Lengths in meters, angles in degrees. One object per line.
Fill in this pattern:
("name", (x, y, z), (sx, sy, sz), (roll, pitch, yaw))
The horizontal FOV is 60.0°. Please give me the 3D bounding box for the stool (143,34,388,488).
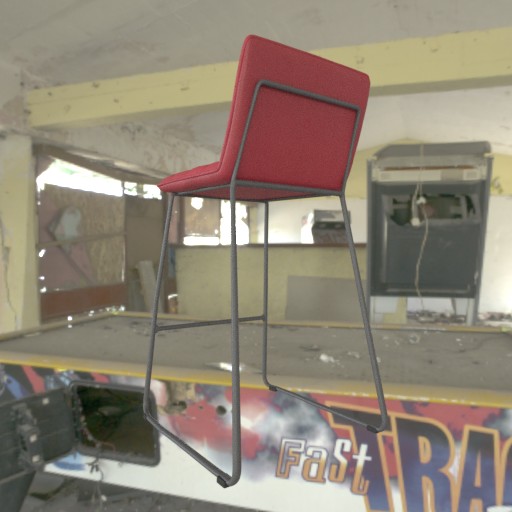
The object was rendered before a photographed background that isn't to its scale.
("stool", (0.000, 0.000, 1.222), (0.489, 0.937, 0.524), (0, 1, -35))
